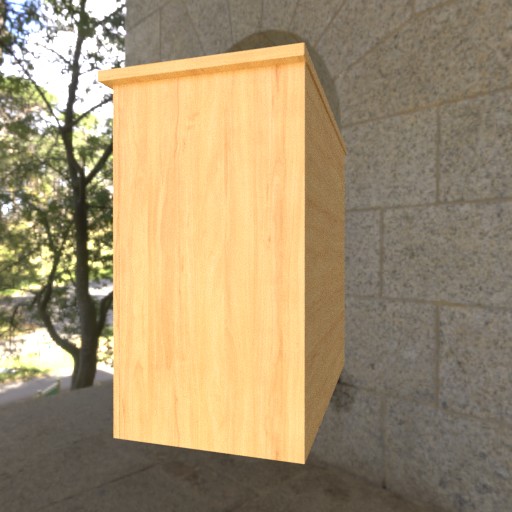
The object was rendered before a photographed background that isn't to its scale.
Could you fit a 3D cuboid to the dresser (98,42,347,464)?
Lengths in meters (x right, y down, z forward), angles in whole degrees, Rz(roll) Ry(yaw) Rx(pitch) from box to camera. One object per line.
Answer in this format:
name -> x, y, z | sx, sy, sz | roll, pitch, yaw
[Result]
dresser -> 0.000, 0.000, 1.195 | 0.410, 0.730, 0.800 | 0, 0, 17
